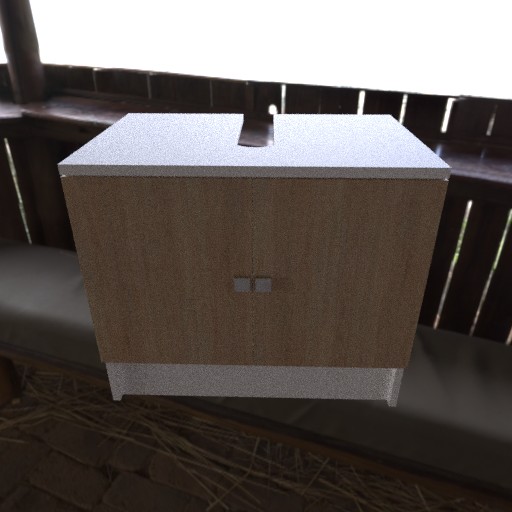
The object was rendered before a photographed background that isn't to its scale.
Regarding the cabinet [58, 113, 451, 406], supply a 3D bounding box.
[{"bbox_3d":[0.000,0.000,0.966,0.600,0.522,0.400,1,29,1],"label":"cabinet"}]
